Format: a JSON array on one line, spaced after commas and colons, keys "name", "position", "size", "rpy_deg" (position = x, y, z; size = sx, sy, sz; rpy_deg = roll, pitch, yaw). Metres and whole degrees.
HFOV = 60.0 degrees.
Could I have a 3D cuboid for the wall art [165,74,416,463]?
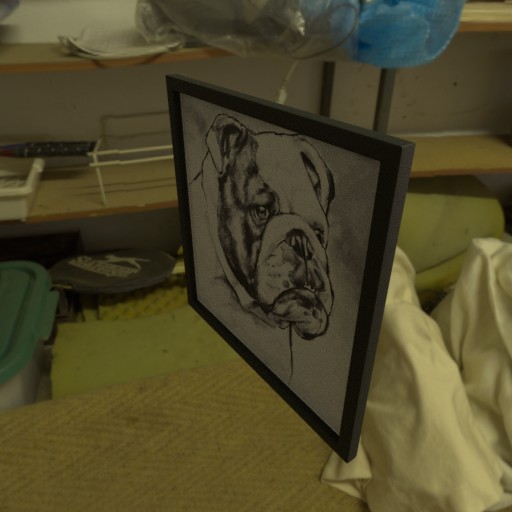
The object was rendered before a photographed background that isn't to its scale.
[{"name": "wall art", "position": [0.000, 0.000, 0.665], "size": [0.022, 0.453, 0.456], "rpy_deg": [-21, 37, -30]}]
